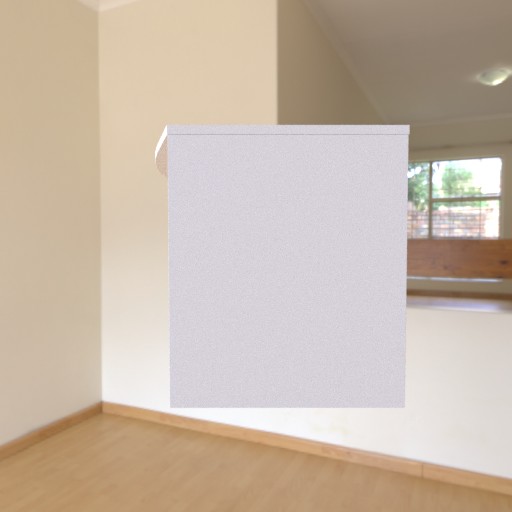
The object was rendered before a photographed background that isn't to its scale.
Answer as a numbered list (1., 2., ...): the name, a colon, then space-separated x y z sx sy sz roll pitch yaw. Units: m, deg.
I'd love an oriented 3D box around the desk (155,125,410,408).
1. desk: 0.000 0.000 1.972 0.802 0.750 1.600 0 2 0
